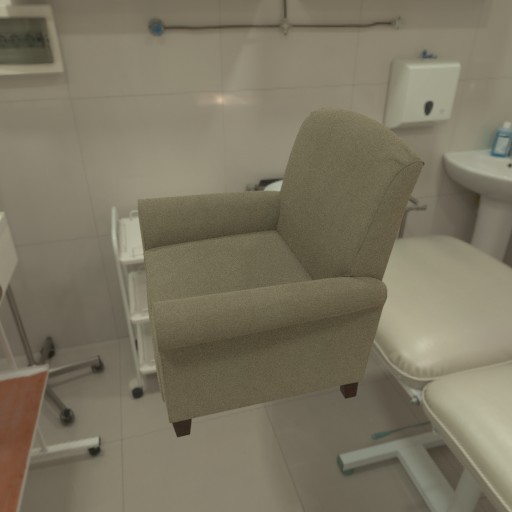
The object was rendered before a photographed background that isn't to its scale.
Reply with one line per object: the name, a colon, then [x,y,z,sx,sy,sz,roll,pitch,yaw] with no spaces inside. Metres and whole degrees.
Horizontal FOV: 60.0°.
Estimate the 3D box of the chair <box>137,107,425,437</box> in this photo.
chair: [0.000,0.000,1.796,0.905,1.061,0.978,-8,31,-14]
